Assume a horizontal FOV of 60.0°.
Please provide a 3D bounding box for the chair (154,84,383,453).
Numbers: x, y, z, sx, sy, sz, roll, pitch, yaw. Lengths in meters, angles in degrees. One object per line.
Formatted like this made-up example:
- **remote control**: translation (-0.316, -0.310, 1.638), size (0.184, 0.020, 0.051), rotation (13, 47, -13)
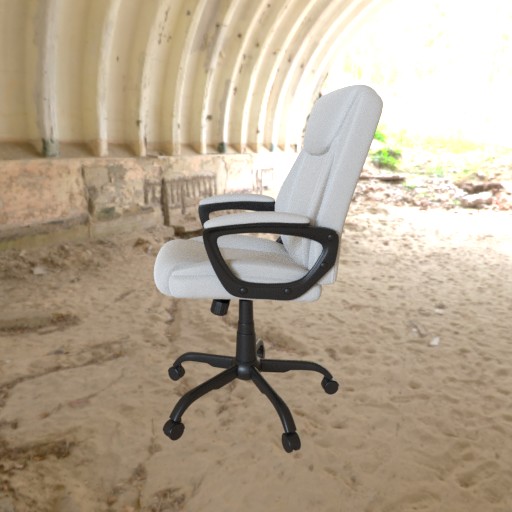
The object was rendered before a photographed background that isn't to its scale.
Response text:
- **chair**: translation (0.000, 0.000, 1.489), size (0.669, 1.065, 0.663), rotation (-2, 14, -8)
